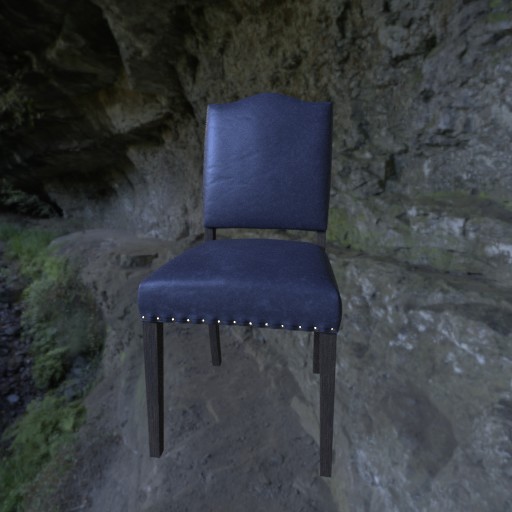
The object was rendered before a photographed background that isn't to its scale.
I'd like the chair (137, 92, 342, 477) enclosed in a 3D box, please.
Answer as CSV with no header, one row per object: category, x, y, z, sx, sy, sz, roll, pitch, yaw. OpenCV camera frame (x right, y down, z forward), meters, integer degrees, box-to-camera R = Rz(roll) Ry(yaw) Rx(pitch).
chair,0.000,0.000,1.336,0.500,0.991,0.633,2,14,9
